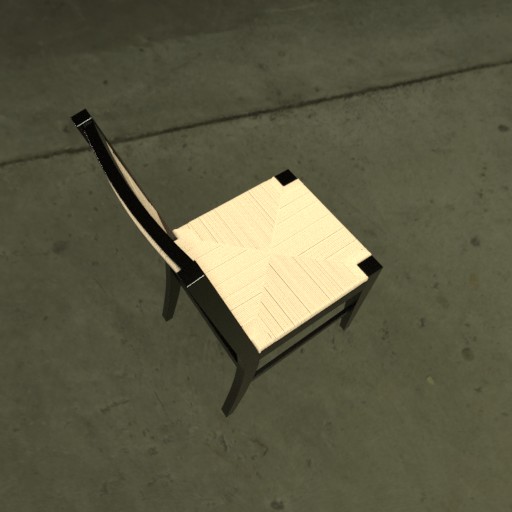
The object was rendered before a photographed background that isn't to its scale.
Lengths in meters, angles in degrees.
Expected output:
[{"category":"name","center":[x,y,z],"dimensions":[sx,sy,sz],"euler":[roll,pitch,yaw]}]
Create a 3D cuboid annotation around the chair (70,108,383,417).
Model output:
[{"category":"chair","center":[0.000,0.000,1.201],"dimensions":[0.552,0.927,0.437],"euler":[-31,64,-17]}]
